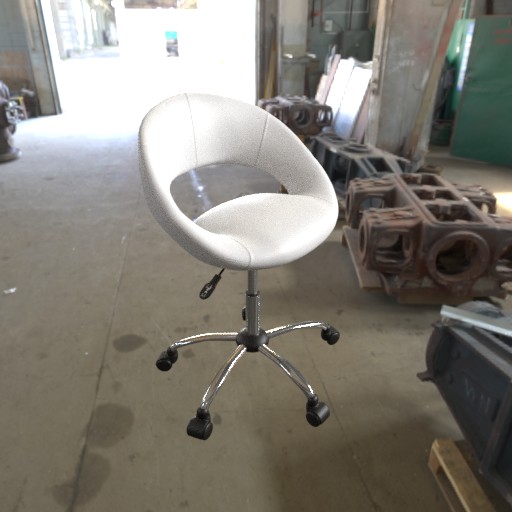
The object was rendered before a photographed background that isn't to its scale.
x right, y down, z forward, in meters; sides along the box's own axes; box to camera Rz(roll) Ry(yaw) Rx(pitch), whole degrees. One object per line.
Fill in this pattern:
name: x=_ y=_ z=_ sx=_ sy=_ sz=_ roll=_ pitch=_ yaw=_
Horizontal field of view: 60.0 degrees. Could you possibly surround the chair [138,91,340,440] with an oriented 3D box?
chair: x=0.000 y=0.000 z=1.175 sx=0.538 sy=0.791 sz=0.612 roll=18 pitch=31 yaw=32
